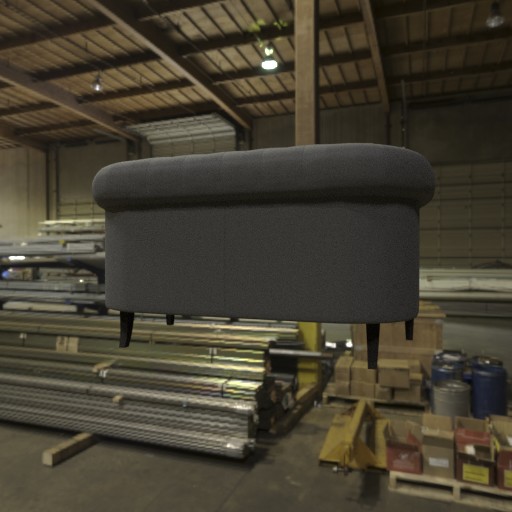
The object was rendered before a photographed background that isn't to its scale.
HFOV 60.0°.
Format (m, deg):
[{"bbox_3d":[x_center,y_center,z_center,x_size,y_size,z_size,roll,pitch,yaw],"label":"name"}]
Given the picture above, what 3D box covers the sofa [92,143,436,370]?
[{"bbox_3d":[0.000,0.000,2.060,1.558,0.827,0.835,0,1,20],"label":"sofa"}]
